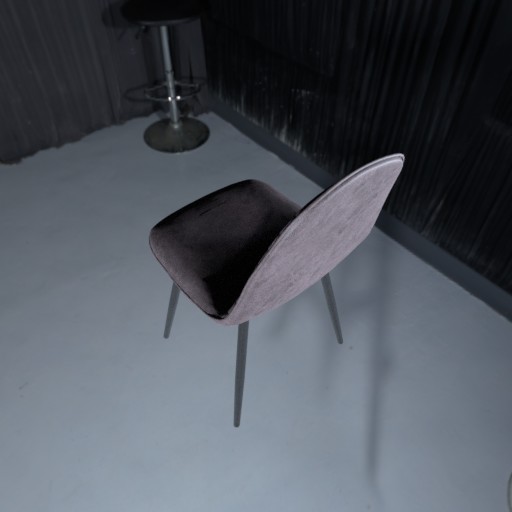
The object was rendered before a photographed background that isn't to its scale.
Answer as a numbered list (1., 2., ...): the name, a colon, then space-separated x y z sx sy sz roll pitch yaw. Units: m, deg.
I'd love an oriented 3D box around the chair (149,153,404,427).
1. chair: 0.000 0.000 1.205 0.472 0.889 0.561 -31 55 -25
